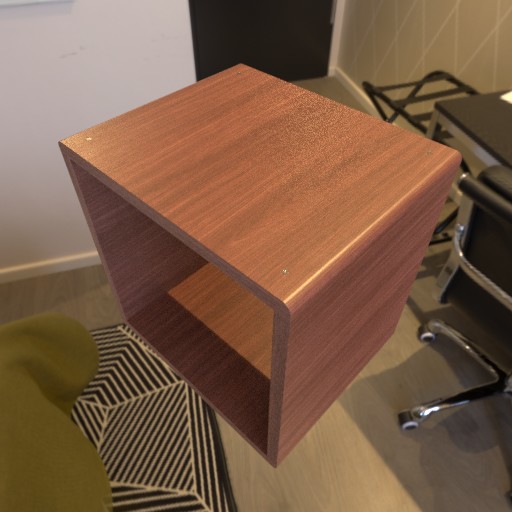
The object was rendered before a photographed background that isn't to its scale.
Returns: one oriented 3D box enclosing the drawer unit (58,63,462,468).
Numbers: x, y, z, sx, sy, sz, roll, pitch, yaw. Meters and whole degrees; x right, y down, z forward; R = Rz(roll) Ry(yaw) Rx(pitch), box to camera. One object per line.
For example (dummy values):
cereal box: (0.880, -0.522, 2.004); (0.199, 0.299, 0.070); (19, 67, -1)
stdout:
drawer unit: (0.000, 0.000, 0.618); (0.349, 0.351, 0.290); (34, 55, 29)
